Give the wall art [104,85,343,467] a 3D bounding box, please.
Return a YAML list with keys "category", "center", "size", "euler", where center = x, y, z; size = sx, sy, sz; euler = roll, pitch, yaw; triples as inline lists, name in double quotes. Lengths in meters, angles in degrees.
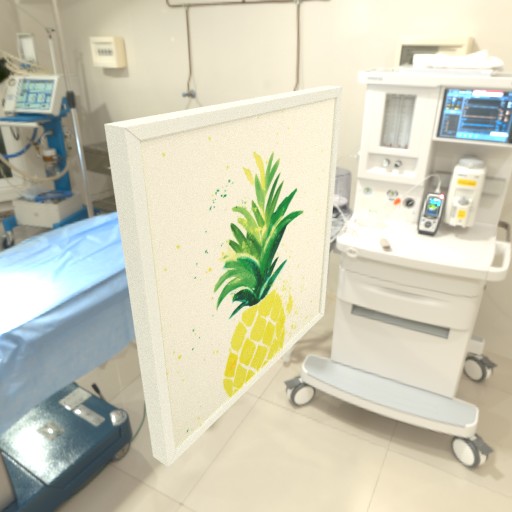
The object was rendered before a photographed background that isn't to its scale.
- category: "wall art"
  center: [0.000, 0.000, 0.459]
  size: [0.020, 0.307, 0.307]
  euler: [18, 31, 31]
